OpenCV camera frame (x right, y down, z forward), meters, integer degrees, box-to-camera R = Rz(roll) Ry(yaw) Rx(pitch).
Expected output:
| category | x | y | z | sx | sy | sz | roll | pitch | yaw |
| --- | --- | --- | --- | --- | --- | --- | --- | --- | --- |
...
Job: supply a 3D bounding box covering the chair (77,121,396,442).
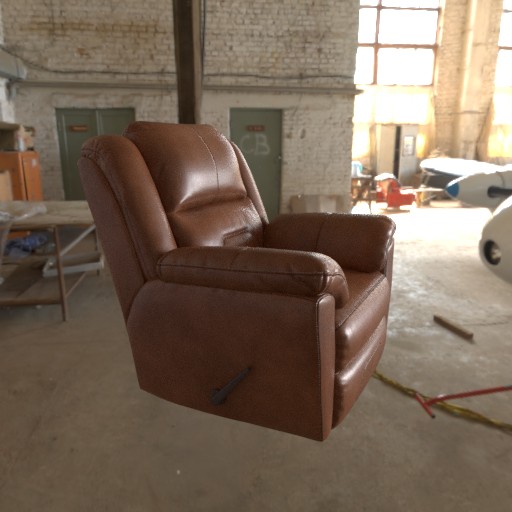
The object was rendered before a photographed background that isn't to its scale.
| category | x | y | z | sx | sy | sz | roll | pitch | yaw |
| --- | --- | --- | --- | --- | --- | --- | --- | --- | --- |
| chair | 0.000 | 0.000 | 1.872 | 1.041 | 1.093 | 0.990 | 8 | 17 | 28 |
